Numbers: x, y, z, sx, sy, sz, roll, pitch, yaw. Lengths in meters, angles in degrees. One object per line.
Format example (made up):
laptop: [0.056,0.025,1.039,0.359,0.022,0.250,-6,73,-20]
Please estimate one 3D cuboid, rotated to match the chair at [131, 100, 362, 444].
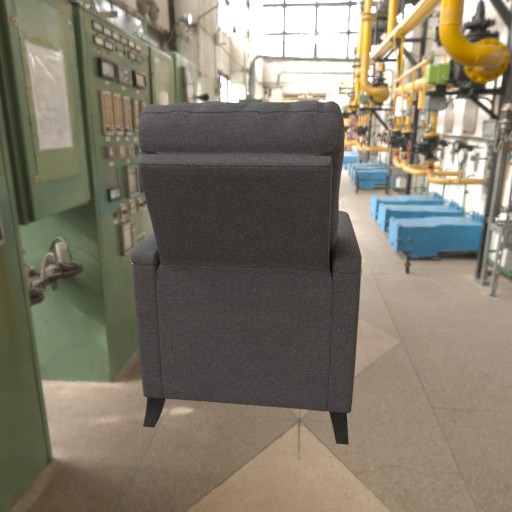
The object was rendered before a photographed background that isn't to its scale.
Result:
chair: [0.000,0.000,1.638,0.710,1.049,0.922,2,16,7]
